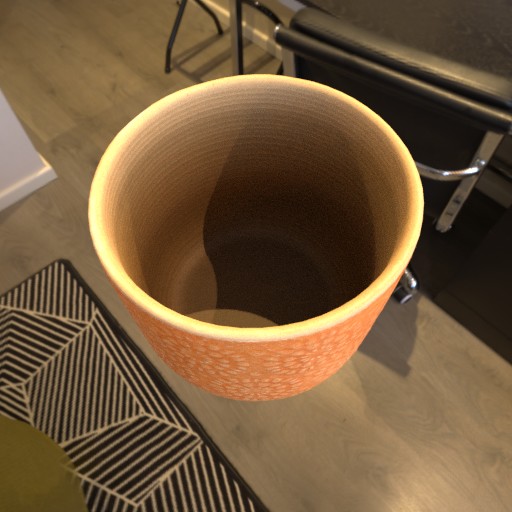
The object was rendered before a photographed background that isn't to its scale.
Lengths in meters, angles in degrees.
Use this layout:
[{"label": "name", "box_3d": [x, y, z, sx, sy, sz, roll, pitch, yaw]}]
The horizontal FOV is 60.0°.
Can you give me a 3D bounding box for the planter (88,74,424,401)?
[{"label": "planter", "box_3d": [0.000, 0.000, 0.280, 0.170, 0.152, 0.170, 0, 59, 0]}]
